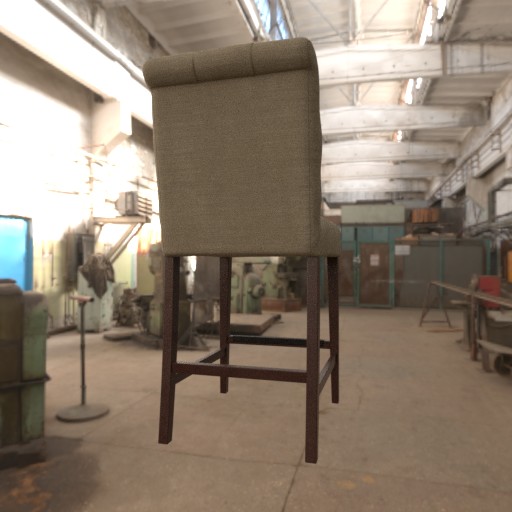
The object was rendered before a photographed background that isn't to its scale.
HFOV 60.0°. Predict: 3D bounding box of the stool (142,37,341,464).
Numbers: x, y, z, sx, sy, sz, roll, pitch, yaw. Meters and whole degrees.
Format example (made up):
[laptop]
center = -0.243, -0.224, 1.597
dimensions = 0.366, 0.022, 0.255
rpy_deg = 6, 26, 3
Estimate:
[stool]
center = 0.000, 0.000, 1.433
dimensions = 0.486, 1.084, 0.660
rpy_deg = 0, -1, 16
